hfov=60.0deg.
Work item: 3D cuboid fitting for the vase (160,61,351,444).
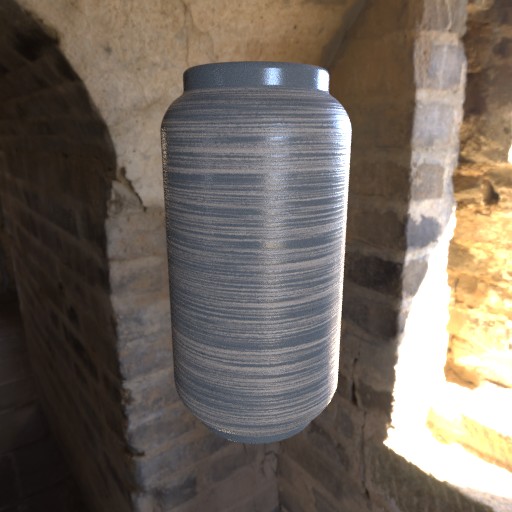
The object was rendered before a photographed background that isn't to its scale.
[{"bbox_3d":[0.000,0.000,0.297,0.116,0.230,0.116,0,16,0],"label":"vase"}]
